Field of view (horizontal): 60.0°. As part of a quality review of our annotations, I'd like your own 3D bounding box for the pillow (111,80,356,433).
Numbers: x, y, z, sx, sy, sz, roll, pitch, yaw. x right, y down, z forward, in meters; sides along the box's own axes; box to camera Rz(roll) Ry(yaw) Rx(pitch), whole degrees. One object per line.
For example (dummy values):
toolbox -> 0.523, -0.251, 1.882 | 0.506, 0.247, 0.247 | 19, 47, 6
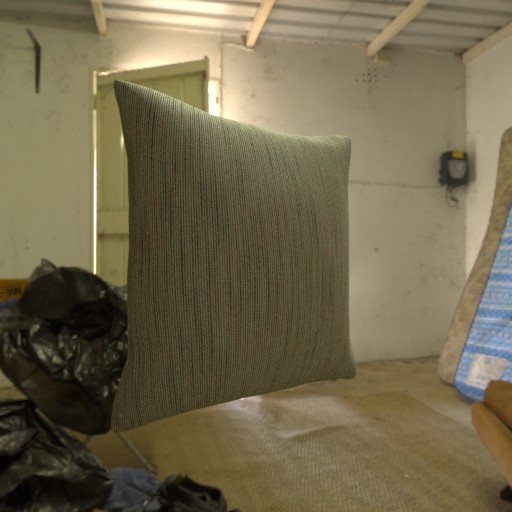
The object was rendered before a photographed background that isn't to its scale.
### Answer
pillow -> 0.000, 0.000, 0.782 | 0.512, 0.506, 0.178 | 0, -1, -37
